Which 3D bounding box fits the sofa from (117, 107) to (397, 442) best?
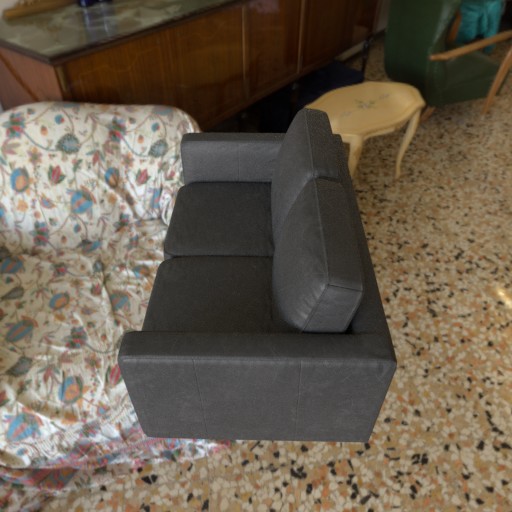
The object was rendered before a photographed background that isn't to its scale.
[{"bbox_3d":[0.000,0.000,2.001,0.879,0.899,1.430,1,43,1],"label":"sofa"}]
